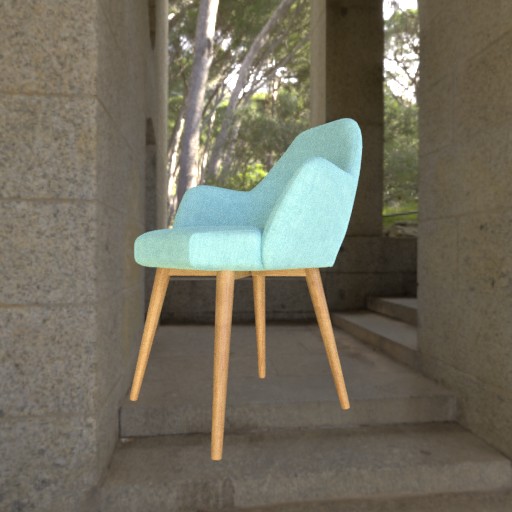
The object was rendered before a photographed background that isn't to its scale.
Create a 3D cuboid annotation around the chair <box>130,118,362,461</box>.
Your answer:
[{"bbox_3d":[0.000,0.000,1.257,0.610,0.840,0.590,0,1,-36],"label":"chair"}]
